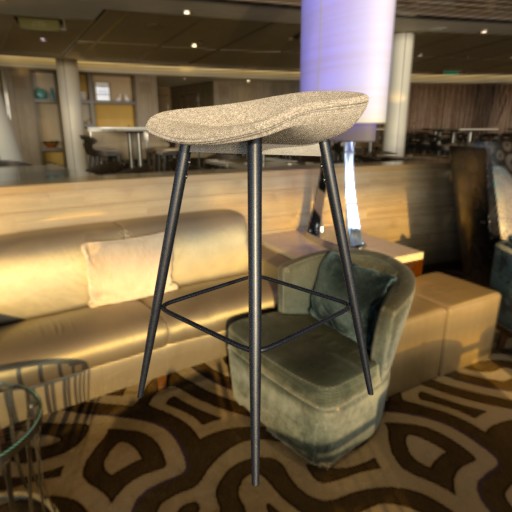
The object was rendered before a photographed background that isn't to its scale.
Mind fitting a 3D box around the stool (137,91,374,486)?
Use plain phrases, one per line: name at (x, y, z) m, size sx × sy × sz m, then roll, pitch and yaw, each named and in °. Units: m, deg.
stool at (0.000, 0.000, 1.135) m, size 0.469 × 0.814 × 0.480 m, roll 15°, pitch 22°, yaw 42°
